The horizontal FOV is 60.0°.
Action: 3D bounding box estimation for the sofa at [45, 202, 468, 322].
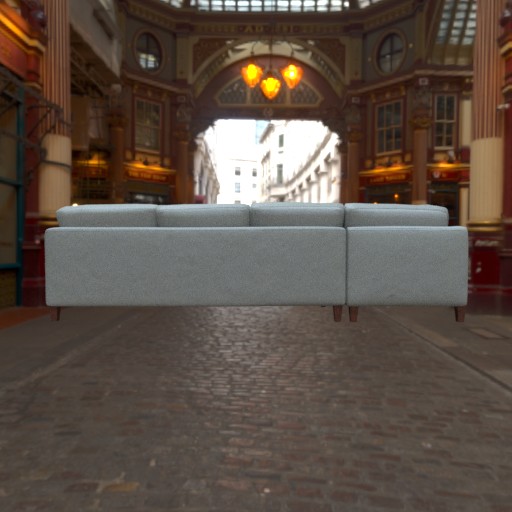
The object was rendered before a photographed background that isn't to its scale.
[{"bbox_3d":[0.000,0.000,4.656,3.301,0.947,2.592,0,2,1],"label":"sofa"}]
